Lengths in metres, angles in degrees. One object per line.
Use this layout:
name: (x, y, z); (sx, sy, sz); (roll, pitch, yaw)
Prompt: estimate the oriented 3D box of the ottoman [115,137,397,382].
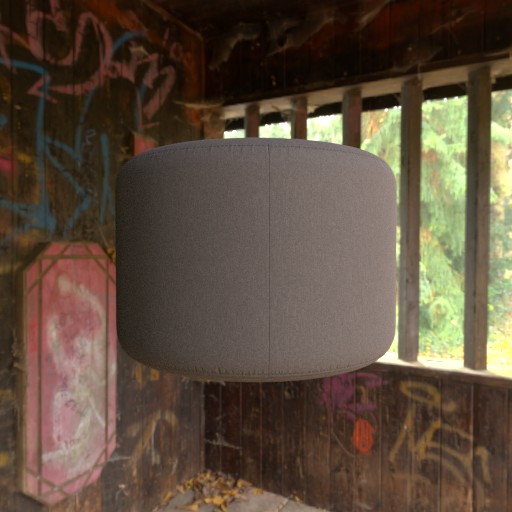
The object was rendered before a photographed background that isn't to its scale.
ottoman: (0.000, 0.000, 1.007); (0.608, 0.433, 0.608); (0, 1, 0)
